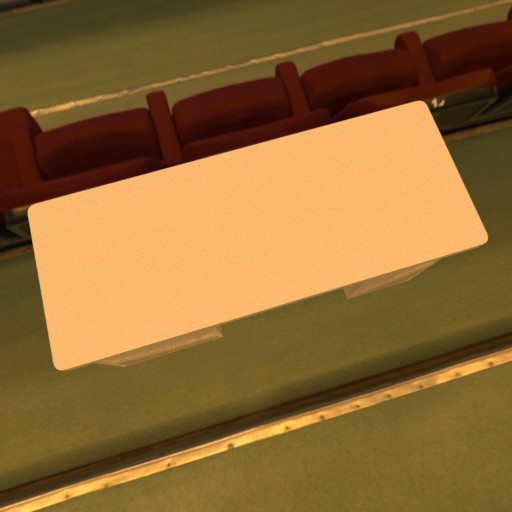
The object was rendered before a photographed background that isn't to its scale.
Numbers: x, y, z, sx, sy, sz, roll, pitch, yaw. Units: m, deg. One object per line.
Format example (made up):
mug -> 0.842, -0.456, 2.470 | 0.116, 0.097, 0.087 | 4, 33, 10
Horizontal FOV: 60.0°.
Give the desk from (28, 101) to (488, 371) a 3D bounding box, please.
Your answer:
desk -> 0.000, 0.000, 1.795 | 1.400, 0.762, 0.550 | -16, 75, -5
